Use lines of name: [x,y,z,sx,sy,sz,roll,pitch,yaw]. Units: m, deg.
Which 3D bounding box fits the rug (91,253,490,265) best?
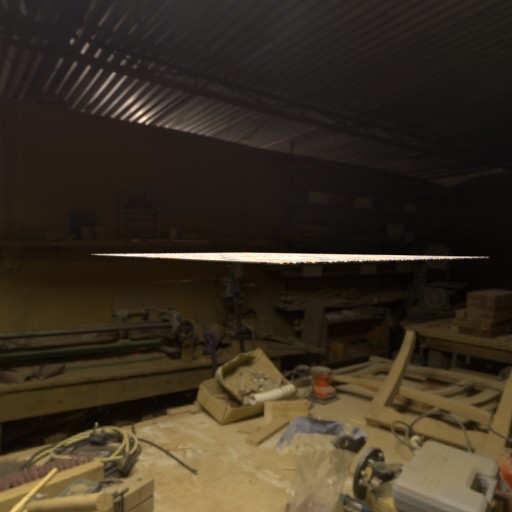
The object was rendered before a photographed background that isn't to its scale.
rug: [0.000,0.000,3.042,1.533,0.010,2.428,-1,1,-36]
